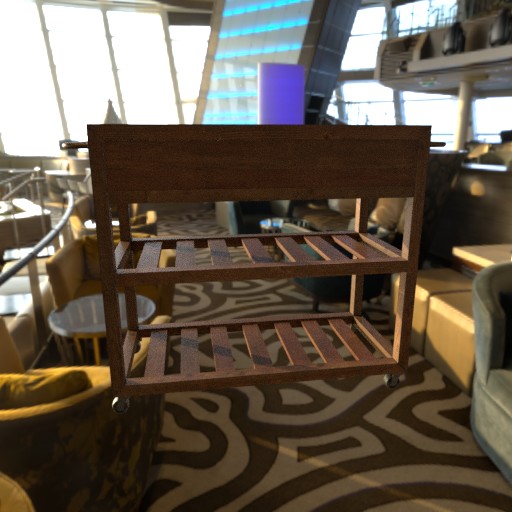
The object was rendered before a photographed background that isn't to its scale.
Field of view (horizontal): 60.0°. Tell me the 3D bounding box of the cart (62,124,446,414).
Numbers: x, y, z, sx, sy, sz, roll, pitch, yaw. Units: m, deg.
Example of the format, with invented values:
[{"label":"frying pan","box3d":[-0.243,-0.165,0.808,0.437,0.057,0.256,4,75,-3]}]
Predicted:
[{"label":"cart","box3d":[0.000,0.000,1.474,1.065,0.830,0.445,-2,15,-9]}]
